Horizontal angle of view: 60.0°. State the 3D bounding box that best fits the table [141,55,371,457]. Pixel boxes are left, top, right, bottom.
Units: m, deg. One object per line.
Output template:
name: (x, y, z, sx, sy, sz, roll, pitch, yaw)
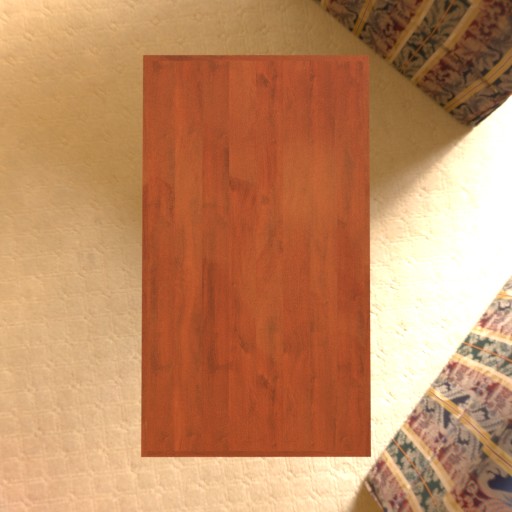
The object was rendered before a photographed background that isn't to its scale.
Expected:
table: (0.000, 0.000, 1.405, 0.610, 0.457, 1.067, 0, 89, 0)
